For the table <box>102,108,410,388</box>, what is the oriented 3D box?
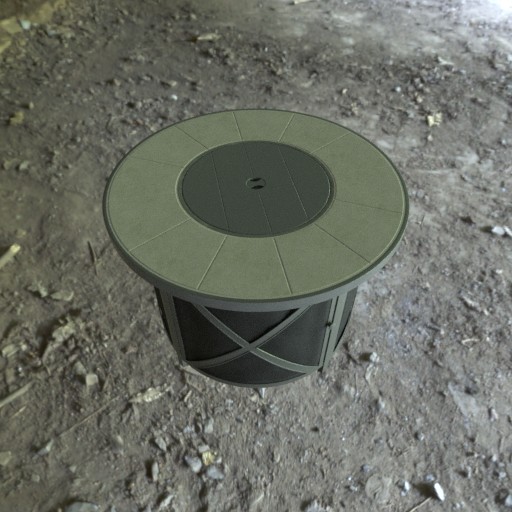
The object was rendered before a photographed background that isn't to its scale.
[{"bbox_3d":[0.000,0.000,1.591,0.914,0.650,0.914,0,47,0],"label":"table"}]
